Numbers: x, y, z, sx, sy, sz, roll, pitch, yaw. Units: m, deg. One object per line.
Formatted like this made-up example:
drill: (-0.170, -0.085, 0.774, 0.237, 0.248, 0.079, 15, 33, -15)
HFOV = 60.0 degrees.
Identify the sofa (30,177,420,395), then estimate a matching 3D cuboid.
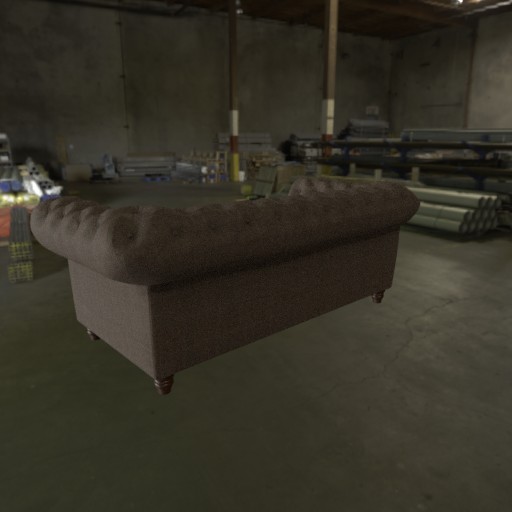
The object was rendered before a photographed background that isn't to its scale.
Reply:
sofa: (0.000, 0.000, 2.471, 2.048, 0.780, 0.944, -13, 19, -41)
